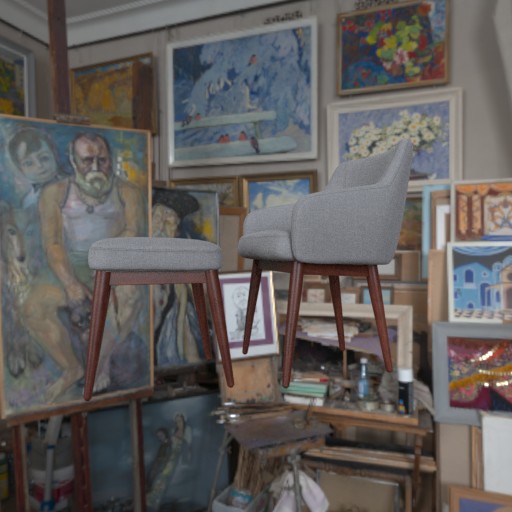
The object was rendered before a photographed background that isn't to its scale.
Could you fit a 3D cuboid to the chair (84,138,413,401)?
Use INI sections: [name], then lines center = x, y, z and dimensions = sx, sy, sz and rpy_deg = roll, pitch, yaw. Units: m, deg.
[chair]
center = 0.000, 0.000, 1.554
dimensions = 1.107, 0.799, 0.584
rpy_deg = 0, 1, -17
